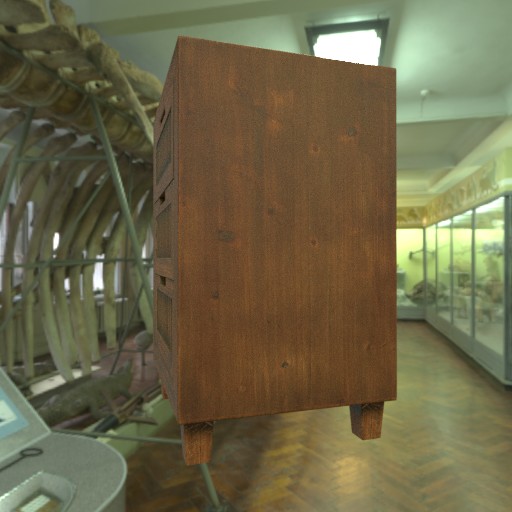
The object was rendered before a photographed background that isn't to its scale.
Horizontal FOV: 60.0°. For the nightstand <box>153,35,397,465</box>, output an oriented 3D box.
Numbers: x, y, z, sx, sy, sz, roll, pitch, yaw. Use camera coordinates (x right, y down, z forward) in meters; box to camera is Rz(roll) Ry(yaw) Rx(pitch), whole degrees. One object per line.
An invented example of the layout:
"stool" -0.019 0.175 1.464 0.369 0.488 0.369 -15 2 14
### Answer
"nightstand" 0.000 0.000 0.980 0.410 0.695 0.465 0 0 -18
